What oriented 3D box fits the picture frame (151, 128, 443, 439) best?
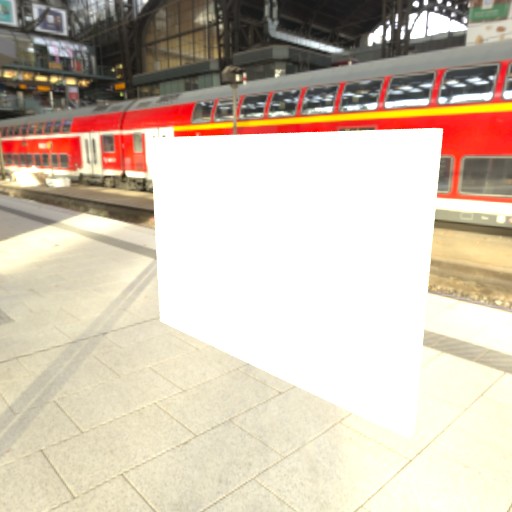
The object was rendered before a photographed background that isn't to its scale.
[{"bbox_3d":[0.000,0.000,1.212,0.029,0.640,0.950,-13,19,-43],"label":"picture frame"}]
